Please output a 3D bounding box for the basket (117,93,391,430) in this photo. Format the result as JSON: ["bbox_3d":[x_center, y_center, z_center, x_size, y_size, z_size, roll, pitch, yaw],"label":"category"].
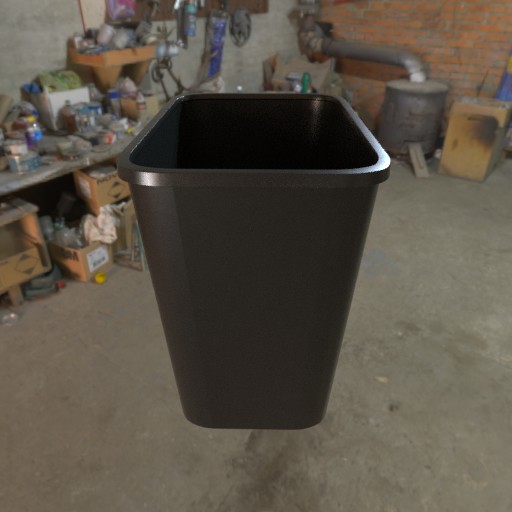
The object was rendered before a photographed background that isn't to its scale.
[{"bbox_3d":[0.000,0.000,0.513,0.211,0.307,0.300,1,30,1],"label":"basket"}]
